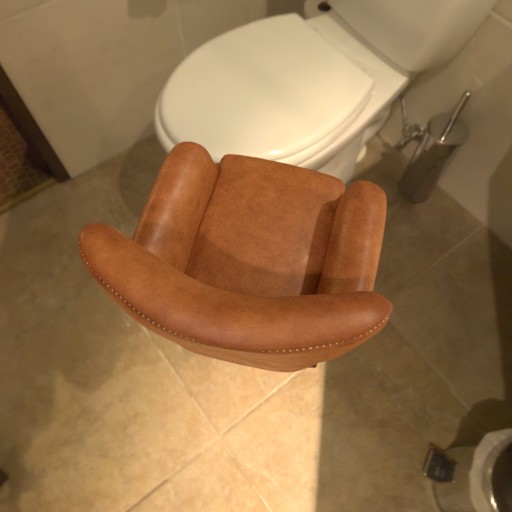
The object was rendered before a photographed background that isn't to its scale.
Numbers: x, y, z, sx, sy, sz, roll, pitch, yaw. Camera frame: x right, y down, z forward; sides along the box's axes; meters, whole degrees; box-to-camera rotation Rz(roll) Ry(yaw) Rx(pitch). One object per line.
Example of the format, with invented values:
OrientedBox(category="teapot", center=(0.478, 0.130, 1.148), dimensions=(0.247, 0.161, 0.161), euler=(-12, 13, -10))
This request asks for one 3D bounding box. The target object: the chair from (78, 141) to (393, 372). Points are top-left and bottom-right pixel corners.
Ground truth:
OrientedBox(category="chair", center=(0.000, 0.000, 1.648), dimensions=(0.861, 0.936, 0.921), euler=(14, 65, 7))
